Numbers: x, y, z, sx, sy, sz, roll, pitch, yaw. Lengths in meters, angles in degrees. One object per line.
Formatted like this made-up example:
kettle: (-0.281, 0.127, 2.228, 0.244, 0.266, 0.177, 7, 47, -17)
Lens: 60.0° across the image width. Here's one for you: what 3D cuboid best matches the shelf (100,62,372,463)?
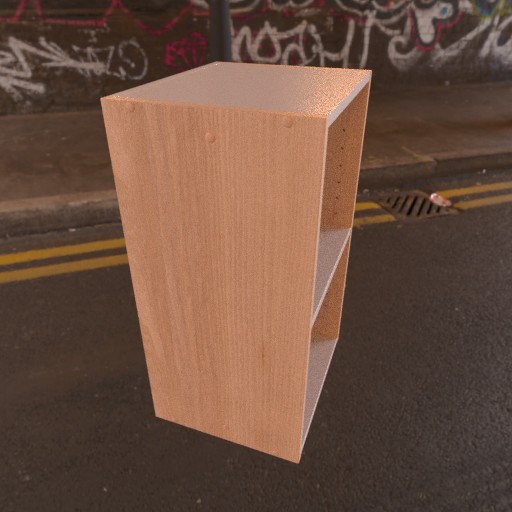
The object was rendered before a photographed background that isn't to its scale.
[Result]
shelf: (0.000, 0.000, 0.810, 0.290, 0.600, 0.350, 11, 33, 17)
